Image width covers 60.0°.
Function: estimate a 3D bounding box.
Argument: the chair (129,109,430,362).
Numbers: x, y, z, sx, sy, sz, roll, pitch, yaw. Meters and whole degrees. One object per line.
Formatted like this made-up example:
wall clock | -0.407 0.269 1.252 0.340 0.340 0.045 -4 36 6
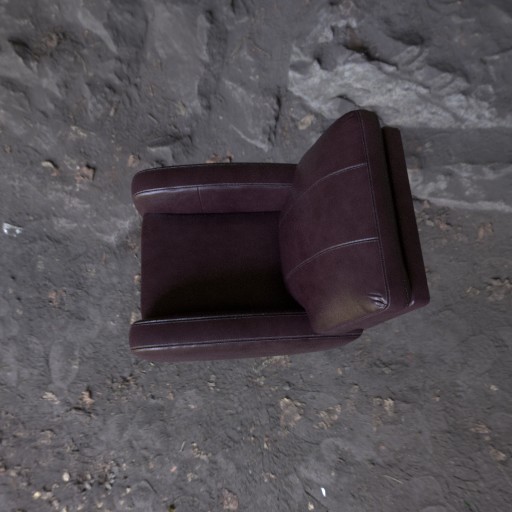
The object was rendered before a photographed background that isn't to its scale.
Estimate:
chair | 0.000 0.000 1.754 0.990 0.990 0.762 -4 74 -1
